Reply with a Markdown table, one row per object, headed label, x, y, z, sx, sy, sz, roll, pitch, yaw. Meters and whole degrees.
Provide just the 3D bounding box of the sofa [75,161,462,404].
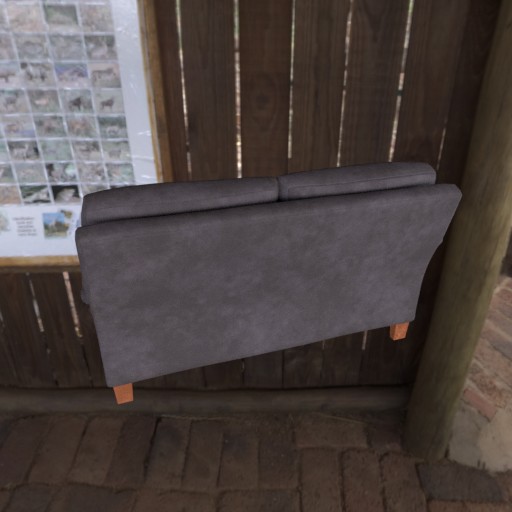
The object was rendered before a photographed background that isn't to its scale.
| label | x | y | z | sx | sy | sz | roll | pitch | yaw |
| --- | --- | --- | --- | --- | --- | --- | --- | --- | --- |
| sofa | 0.000 | 0.000 | 2.539 | 1.853 | 1.101 | 1.084 | -9 | 27 | -17 |
